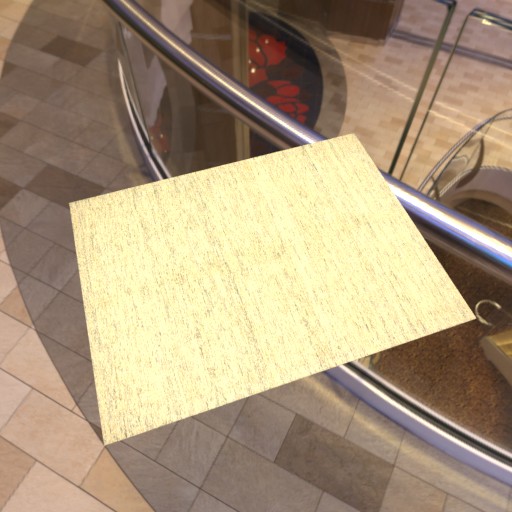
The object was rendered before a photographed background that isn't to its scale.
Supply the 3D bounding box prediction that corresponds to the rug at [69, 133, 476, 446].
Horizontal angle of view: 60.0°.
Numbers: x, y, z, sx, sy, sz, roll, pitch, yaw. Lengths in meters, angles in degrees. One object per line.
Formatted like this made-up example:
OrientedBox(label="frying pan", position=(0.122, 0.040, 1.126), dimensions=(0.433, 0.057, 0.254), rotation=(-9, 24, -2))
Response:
OrientedBox(label="rug", position=(0.000, 0.000, 4.178), dimensions=(3.201, 0.014, 2.437), rotation=(-16, 59, -10))
